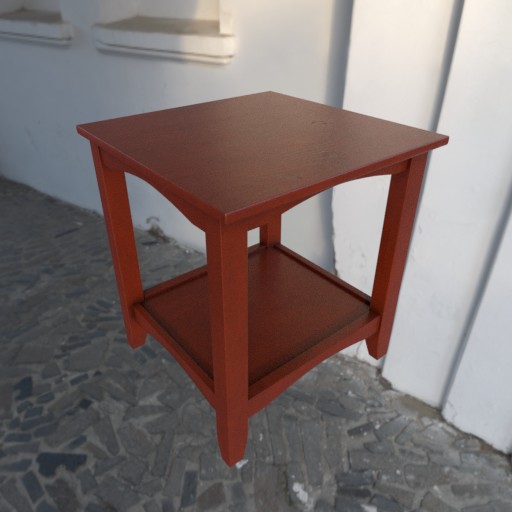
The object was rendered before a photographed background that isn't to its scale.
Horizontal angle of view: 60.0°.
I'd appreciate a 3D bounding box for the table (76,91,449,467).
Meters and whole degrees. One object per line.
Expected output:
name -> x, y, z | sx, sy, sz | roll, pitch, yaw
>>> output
table -> 0.000, 0.000, 0.983 | 0.523, 0.558, 0.522 | -21, 38, -30
